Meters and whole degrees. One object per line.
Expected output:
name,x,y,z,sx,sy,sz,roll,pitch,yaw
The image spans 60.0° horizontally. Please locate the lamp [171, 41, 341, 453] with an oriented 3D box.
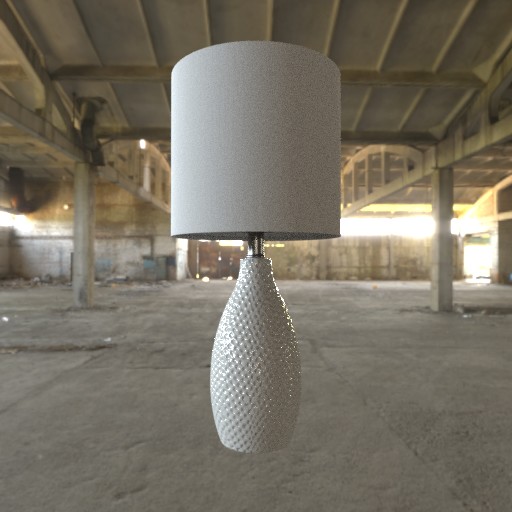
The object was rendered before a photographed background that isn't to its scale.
lamp,0.000,0.000,0.570,0.214,0.466,0.214,0,-1,-1
